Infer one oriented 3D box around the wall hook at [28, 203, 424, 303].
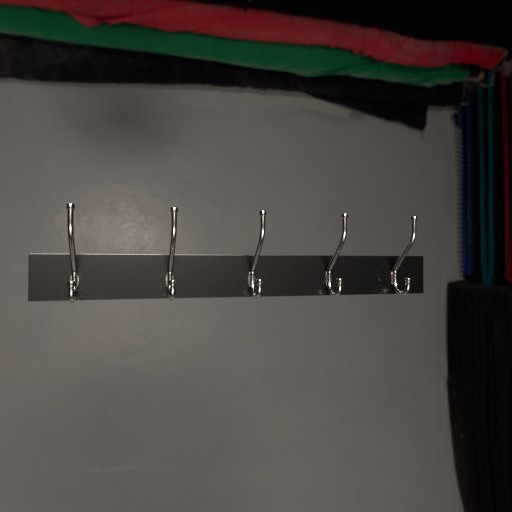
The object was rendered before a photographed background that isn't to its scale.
[{"bbox_3d":[0.000,0.000,0.607,0.571,0.117,0.071,0,-1,-17],"label":"wall hook"}]
